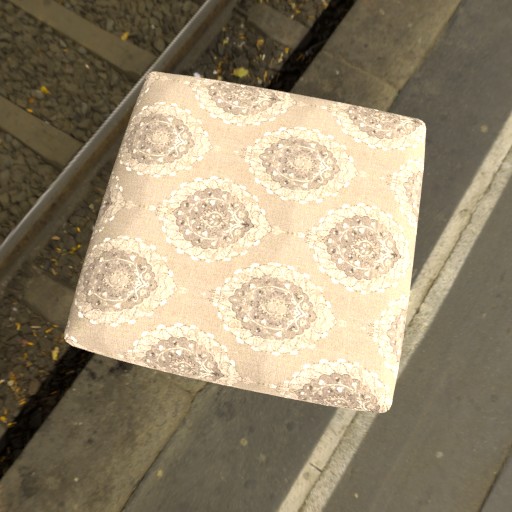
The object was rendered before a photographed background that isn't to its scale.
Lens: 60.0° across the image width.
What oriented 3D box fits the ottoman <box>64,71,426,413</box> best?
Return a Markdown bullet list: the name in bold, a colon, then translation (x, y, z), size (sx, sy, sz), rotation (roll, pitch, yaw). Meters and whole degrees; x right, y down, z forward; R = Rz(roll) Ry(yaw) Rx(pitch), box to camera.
- **ottoman**: translation (0.000, 0.000, 0.888), size (0.507, 0.473, 0.497), rotation (12, 76, 3)
